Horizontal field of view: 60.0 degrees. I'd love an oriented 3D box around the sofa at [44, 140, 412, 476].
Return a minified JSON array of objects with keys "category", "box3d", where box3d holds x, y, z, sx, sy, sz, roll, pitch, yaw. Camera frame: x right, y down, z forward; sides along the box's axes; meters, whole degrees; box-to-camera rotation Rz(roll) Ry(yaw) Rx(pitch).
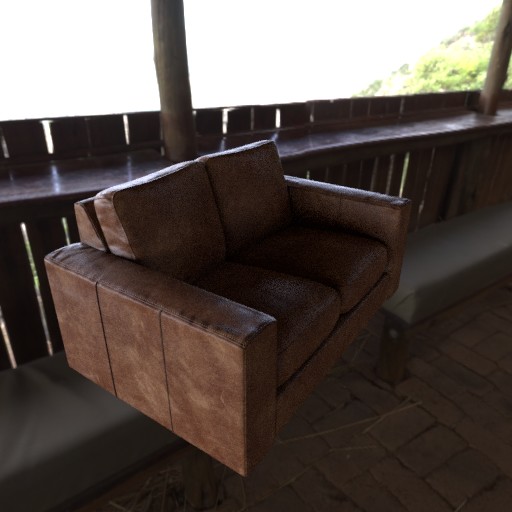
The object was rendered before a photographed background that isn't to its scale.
[{"category":"sofa","box3d":[0.000,0.000,2.237,1.041,0.889,1.626,17,31,31]}]
